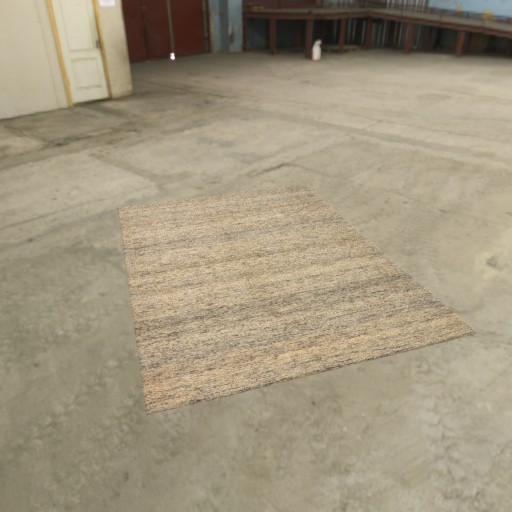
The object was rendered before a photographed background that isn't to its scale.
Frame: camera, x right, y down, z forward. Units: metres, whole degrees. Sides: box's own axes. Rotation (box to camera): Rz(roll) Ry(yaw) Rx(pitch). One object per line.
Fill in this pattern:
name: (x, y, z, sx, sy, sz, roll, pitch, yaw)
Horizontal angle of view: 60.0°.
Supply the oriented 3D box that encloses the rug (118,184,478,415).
rug: (0.000, 0.000, 4.275, 2.414, 0.036, 3.199, -9, 31, -16)
